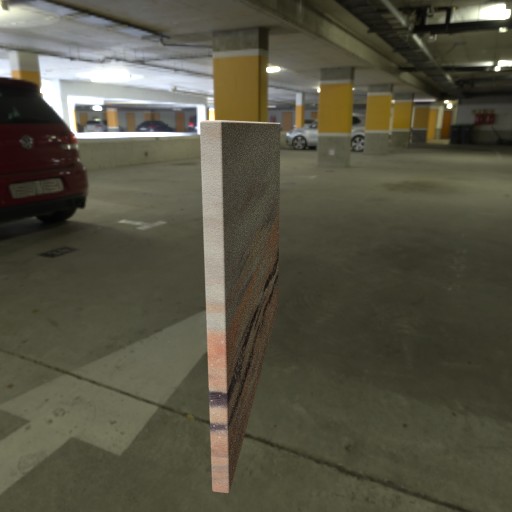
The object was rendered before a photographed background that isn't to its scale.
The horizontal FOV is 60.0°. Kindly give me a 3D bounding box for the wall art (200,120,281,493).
[{"bbox_3d":[0.000,0.000,1.320,0.038,0.763,1.015,2,17,8],"label":"wall art"}]
